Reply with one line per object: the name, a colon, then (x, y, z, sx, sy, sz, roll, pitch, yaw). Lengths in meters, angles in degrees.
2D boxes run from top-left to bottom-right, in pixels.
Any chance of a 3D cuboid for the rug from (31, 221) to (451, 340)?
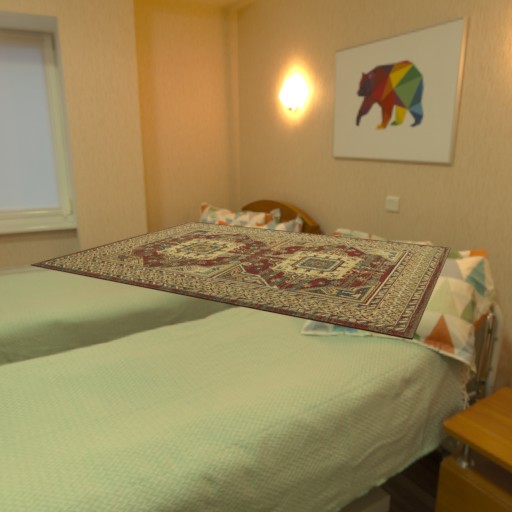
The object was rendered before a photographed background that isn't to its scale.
rug: (0.000, 0.000, 4.177, 3.197, 0.013, 2.381, 8, 17, 27)
